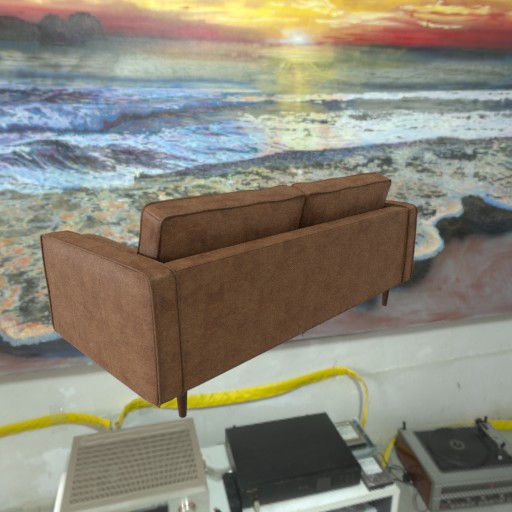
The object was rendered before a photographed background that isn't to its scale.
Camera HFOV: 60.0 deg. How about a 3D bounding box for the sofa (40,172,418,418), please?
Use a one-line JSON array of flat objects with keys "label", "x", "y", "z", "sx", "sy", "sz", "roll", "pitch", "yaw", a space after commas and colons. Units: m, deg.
[{"label": "sofa", "x": 0.000, "y": 0.000, "z": 2.399, "sx": 0.924, "sy": 0.825, "sz": 1.920, "roll": 15, "pitch": 22, "yaw": 42}]
